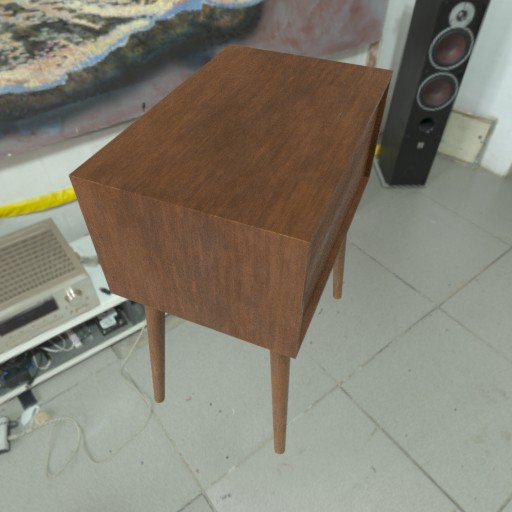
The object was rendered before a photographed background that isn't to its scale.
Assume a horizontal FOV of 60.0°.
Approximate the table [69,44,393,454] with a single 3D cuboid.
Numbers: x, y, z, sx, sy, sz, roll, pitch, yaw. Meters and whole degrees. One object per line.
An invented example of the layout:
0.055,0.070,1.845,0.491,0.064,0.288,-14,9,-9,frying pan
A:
0.000,0.000,0.841,0.307,0.580,0.454,17,47,16,table
